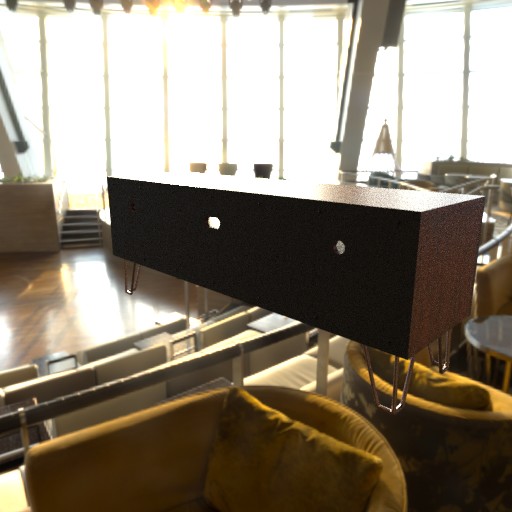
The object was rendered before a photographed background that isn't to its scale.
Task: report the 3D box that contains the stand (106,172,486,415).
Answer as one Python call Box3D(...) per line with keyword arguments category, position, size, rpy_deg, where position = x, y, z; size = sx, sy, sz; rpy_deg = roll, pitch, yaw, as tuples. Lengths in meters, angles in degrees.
Box3D(category="stand", position=(0.000, 0.000, 1.891), size=(1.626, 0.610, 0.481), rpy_deg=(14, 20, 43))
